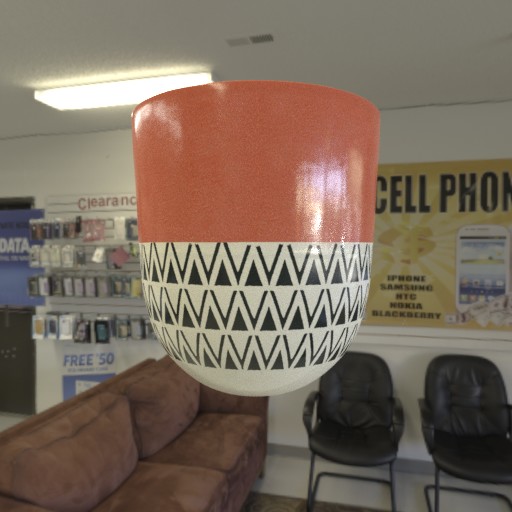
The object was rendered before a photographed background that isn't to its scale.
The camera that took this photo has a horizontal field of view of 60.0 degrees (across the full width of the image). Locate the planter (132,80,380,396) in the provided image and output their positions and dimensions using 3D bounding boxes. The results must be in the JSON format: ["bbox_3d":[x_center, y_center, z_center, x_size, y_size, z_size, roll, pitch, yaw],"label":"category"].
[{"bbox_3d":[0.000,0.000,0.363,0.195,0.214,0.195,0,1,0],"label":"planter"}]
